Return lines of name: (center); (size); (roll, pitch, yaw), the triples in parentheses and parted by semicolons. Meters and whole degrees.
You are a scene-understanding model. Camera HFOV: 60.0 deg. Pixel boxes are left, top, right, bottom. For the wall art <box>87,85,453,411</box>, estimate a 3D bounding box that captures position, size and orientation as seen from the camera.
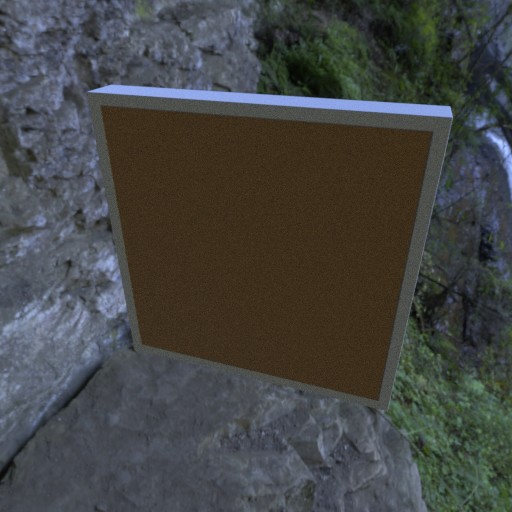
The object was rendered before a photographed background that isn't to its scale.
wall art: (0.000, 0.000, 0.447); (0.305, 0.305, 0.038); (9, 32, 15)
